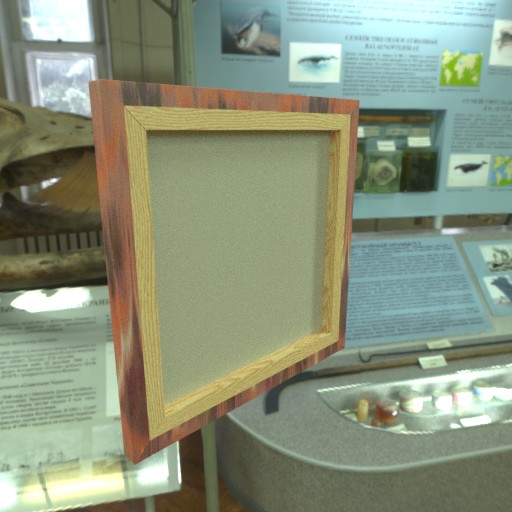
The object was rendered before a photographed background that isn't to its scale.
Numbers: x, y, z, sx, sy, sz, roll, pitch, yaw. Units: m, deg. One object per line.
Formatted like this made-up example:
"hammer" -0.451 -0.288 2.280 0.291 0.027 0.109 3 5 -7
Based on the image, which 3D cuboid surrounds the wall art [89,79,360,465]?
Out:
"wall art" 0.000 0.000 0.878 0.603 0.609 0.037 -15 22 -42
